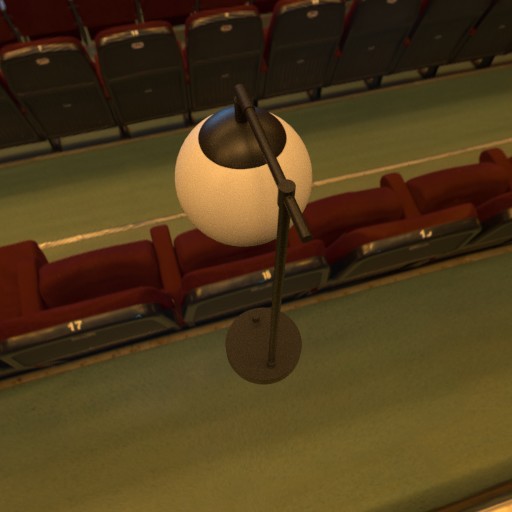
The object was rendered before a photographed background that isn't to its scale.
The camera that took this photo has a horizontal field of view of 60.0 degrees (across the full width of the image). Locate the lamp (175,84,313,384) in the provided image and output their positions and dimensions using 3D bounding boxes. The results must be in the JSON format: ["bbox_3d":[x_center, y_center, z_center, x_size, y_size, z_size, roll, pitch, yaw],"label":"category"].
[{"bbox_3d":[0.000,0.000,0.714,0.197,0.559,0.316,-15,59,-9],"label":"lamp"}]
